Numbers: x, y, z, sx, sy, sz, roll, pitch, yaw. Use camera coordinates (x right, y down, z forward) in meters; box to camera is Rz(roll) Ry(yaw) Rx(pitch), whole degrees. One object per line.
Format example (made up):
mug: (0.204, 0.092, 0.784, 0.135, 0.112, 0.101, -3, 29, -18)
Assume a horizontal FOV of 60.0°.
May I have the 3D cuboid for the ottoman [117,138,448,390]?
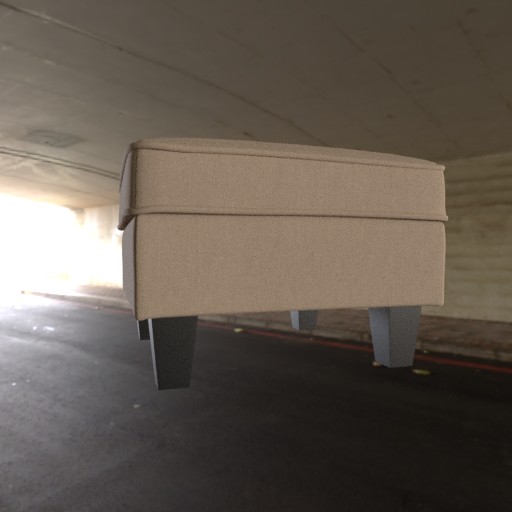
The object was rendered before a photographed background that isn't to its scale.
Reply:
ottoman: (0.000, 0.000, 1.039, 0.613, 0.438, 0.616, 0, 1, -18)
